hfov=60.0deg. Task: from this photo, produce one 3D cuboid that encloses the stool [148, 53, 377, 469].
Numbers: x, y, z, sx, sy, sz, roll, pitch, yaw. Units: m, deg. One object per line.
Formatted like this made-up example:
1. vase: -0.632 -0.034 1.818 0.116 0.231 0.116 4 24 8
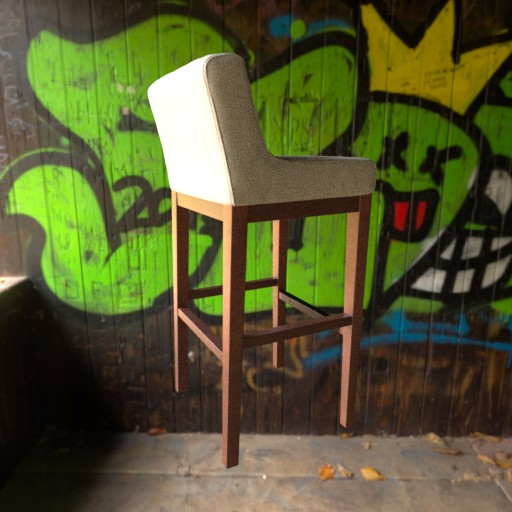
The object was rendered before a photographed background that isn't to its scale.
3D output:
1. stool: 0.000 0.000 1.348 0.500 1.037 0.511 -7 15 -26
